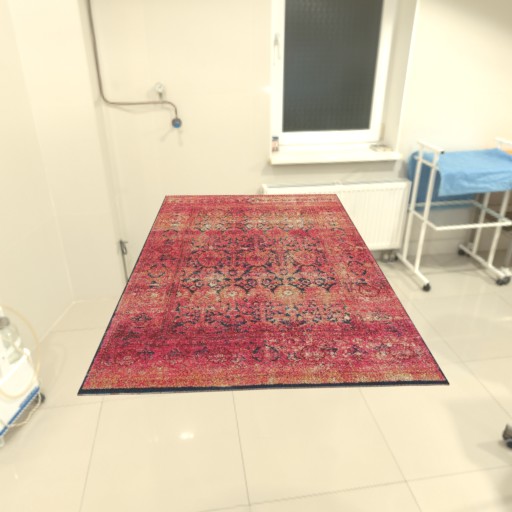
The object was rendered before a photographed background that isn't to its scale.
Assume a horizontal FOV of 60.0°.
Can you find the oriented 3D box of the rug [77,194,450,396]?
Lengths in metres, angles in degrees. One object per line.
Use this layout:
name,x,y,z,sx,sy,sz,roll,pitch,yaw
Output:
rug,0.000,0.000,2.911,1.539,0.018,2.449,-1,27,-2
